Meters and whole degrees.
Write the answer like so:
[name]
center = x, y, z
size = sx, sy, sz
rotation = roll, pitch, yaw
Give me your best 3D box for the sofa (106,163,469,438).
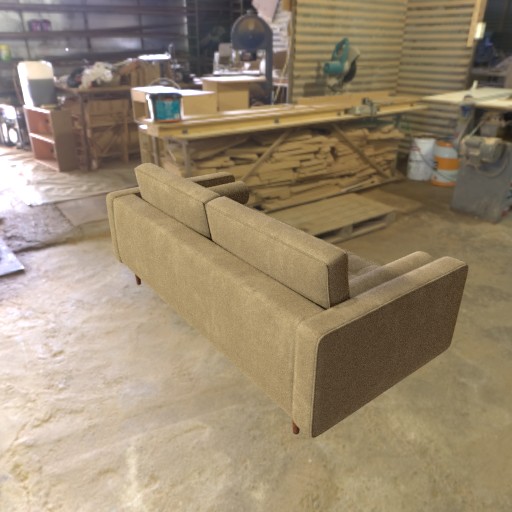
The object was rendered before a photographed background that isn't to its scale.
[sofa]
center = 0.000, 0.000, 2.362
size = 0.920, 0.769, 1.883
rotation = -18, 31, -33
